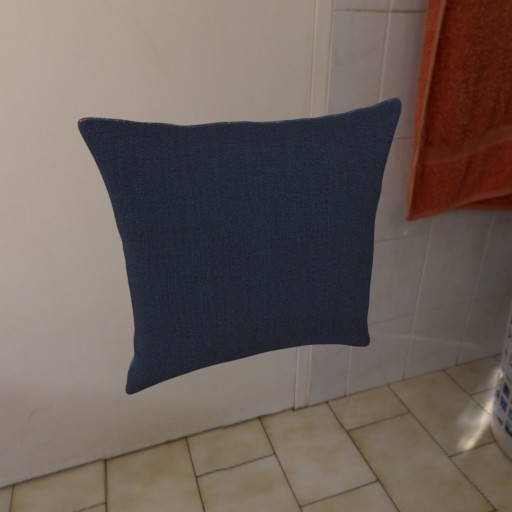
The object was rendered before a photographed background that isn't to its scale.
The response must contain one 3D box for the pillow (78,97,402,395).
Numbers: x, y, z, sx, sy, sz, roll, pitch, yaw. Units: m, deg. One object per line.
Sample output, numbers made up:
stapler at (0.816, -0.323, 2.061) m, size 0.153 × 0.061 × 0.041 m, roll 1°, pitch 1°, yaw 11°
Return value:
pillow at (0.000, 0.000, 0.659) m, size 0.431 × 0.431 × 0.141 m, roll -8°, pitch 28°, yaw -15°
